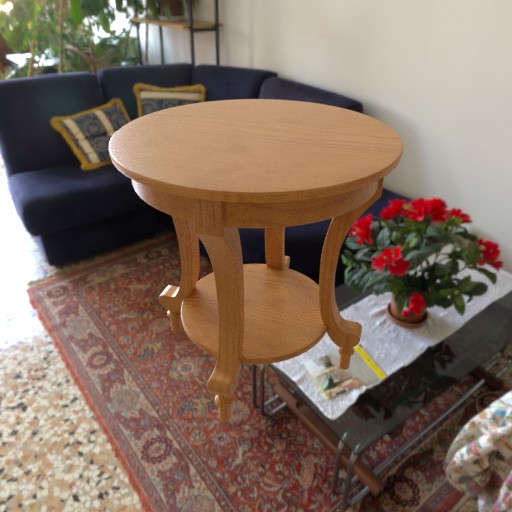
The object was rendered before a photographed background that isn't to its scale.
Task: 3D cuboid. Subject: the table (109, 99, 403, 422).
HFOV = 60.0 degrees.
[{"bbox_3d":[0.000,0.000,1.096,0.597,0.612,0.597,0,33,0],"label":"table"}]
